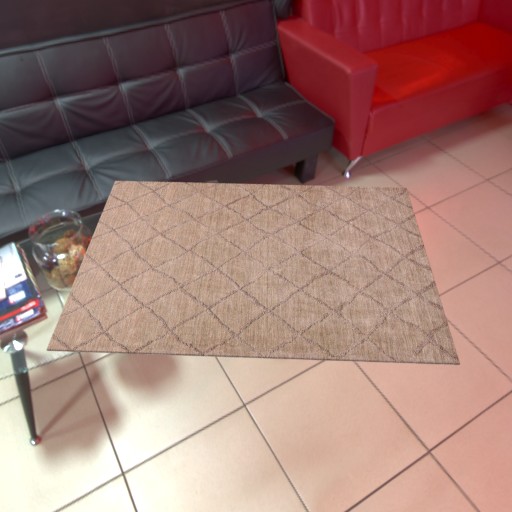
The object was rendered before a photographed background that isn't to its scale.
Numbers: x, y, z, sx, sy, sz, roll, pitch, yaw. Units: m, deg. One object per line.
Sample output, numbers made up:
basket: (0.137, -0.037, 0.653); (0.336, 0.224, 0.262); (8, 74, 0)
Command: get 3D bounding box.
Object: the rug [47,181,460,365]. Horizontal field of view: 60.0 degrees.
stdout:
rug: (0.000, 0.000, 2.956); (2.280, 0.015, 1.521); (2, 47, 1)
